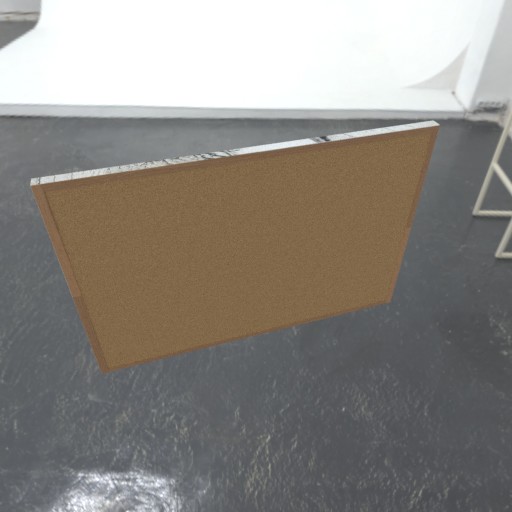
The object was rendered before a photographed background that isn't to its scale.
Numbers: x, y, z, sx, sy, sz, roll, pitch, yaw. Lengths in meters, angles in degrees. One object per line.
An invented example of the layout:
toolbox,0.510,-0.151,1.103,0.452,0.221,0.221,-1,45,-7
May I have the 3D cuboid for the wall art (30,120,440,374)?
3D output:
wall art,0.000,0.000,1.446,1.141,0.758,0.035,-12,42,-13
